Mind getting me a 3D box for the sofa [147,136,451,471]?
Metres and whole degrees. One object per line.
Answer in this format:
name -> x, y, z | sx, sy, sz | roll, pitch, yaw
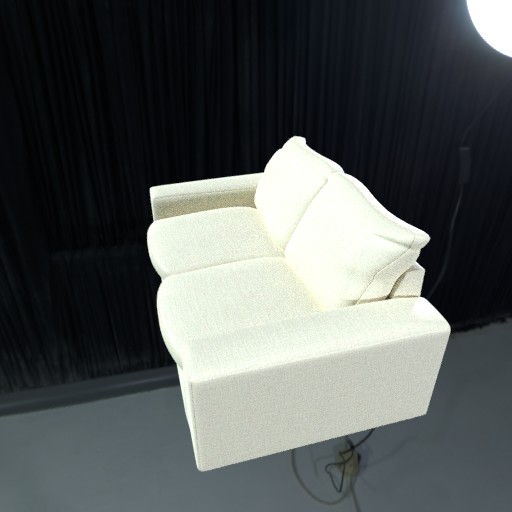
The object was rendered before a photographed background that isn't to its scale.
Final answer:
sofa -> 0.000, 0.000, 2.359 | 1.091, 0.875, 1.754 | -8, 32, -13
